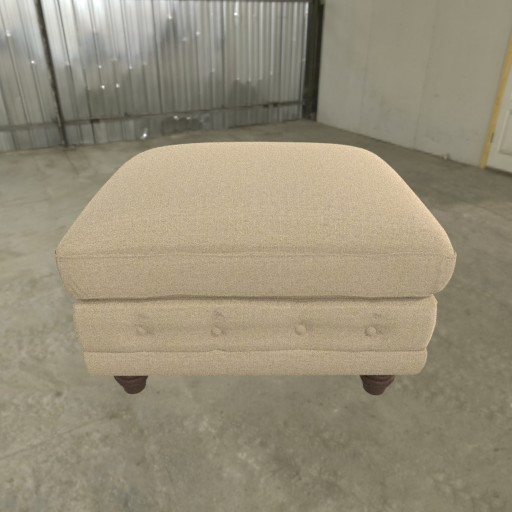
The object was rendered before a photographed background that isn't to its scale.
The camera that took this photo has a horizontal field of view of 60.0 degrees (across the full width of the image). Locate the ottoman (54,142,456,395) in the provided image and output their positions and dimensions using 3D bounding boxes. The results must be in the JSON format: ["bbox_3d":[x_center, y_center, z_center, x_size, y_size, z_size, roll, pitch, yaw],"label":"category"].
[{"bbox_3d":[0.000,0.000,1.027,0.684,0.463,0.541,0,28,0],"label":"ottoman"}]
